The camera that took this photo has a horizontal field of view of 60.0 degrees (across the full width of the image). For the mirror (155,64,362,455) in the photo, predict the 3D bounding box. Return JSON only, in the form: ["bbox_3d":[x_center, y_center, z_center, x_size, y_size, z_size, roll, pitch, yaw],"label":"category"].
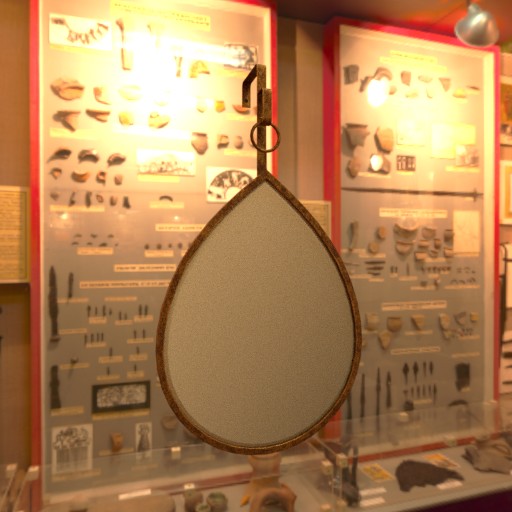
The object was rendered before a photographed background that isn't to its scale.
[{"bbox_3d":[0.000,0.000,0.893,0.405,0.744,0.144,0,1,-17],"label":"mirror"}]
